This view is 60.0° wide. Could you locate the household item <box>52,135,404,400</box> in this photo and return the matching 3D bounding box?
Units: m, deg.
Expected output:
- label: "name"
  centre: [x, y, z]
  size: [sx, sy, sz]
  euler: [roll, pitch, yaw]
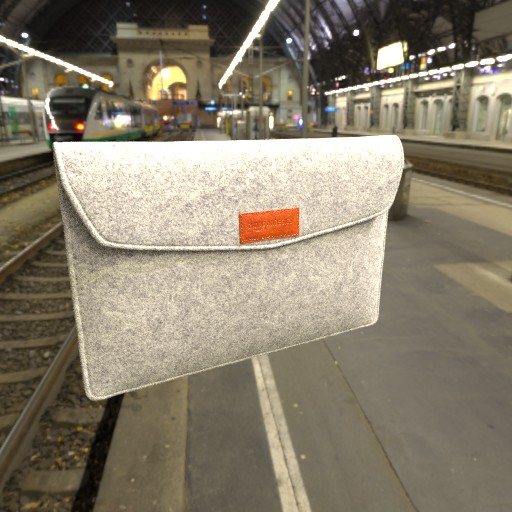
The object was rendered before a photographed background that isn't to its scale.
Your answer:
- label: "household item"
  centre: [0.000, 0.000, 0.429]
  size: [0.335, 0.221, 0.057]
  euler: [-9, 19, -27]
